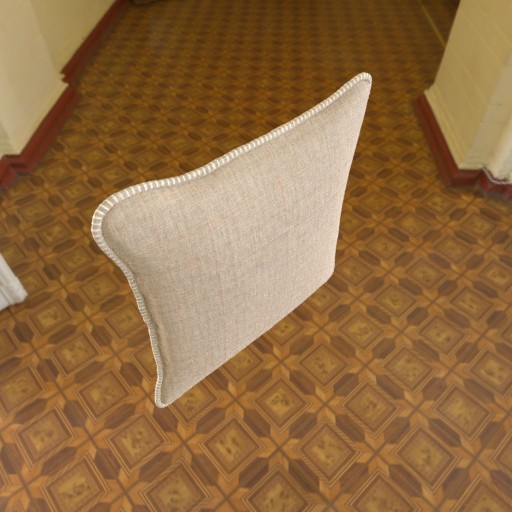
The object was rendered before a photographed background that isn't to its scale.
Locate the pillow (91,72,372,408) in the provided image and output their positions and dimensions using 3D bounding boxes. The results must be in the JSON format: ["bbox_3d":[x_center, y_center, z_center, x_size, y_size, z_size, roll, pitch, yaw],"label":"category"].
[{"bbox_3d":[0.000,0.000,0.748,0.485,0.494,0.124,-34,56,-27],"label":"pillow"}]
